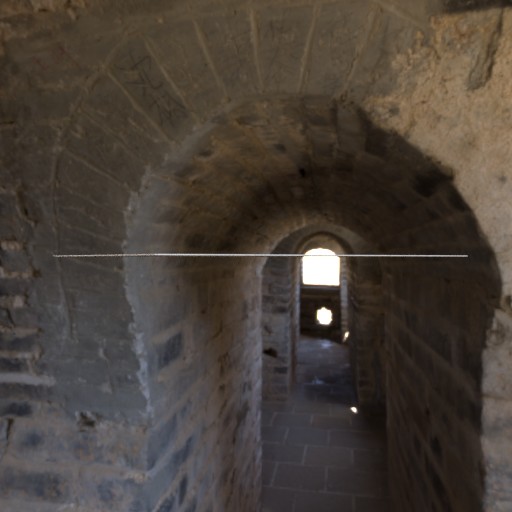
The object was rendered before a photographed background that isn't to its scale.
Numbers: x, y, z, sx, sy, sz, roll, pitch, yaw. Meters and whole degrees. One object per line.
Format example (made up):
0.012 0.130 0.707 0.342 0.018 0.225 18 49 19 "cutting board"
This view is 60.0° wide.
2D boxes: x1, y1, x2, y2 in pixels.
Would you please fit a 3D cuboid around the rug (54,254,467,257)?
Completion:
0.000 0.000 4.151 3.045 0.008 2.421 0 0 -36 "rug"
